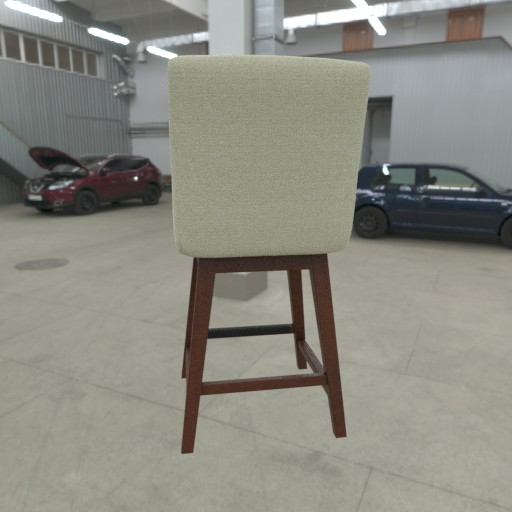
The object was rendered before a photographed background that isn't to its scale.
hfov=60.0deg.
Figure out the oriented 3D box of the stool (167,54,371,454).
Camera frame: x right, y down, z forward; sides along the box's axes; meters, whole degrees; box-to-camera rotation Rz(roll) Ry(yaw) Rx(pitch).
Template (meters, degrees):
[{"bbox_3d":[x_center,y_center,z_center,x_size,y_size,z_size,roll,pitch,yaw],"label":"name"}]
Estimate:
[{"bbox_3d":[0.000,0.000,1.301,0.469,0.991,0.559,-2,13,-9],"label":"stool"}]
